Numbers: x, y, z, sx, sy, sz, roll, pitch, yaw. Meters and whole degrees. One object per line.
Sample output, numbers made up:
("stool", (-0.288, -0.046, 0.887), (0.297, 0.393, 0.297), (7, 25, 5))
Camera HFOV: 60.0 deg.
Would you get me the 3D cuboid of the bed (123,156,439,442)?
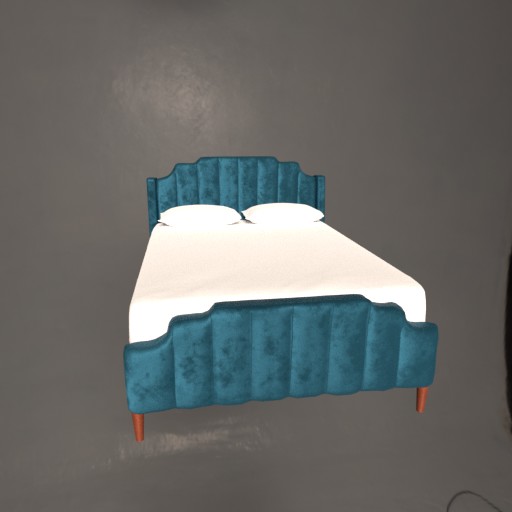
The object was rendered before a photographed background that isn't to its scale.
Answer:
("bed", (0.000, 0.000, 3.280), (1.678, 1.338, 2.322), (-2, 16, -9))
